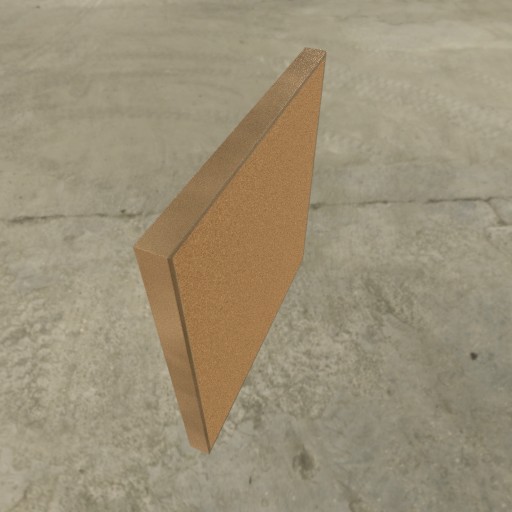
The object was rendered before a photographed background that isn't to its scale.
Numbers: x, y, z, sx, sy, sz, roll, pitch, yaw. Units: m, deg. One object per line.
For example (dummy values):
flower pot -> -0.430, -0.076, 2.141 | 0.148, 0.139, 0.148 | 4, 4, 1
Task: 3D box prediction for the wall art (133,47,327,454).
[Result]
wall art -> 0.000, 0.000, 0.766 | 0.038, 0.511, 0.513 | 17, 49, 16
